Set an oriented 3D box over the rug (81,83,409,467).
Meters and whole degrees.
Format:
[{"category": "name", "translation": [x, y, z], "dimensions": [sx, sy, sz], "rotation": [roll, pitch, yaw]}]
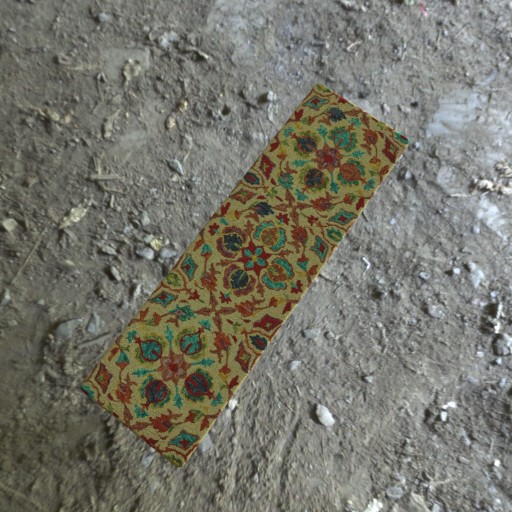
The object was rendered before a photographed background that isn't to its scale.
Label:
[{"category": "rug", "translation": [0.000, 0.000, 2.521], "dimensions": [0.693, 0.016, 2.273], "rotation": [35, 79, 8]}]
